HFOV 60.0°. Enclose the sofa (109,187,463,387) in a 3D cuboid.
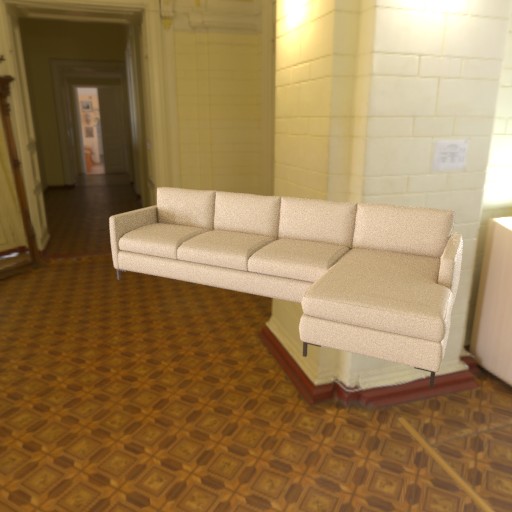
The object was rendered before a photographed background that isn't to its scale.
[{"bbox_3d":[0.000,0.000,3.269,2.731,0.755,1.258,8,19,26],"label":"sofa"}]
